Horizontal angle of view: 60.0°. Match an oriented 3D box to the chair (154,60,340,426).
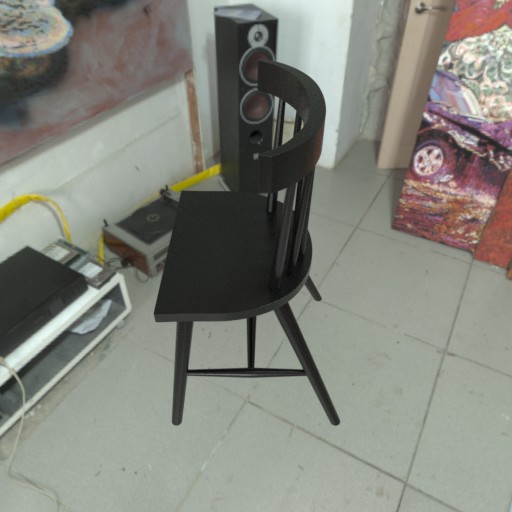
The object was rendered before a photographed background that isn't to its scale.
[{"bbox_3d":[0.000,0.000,1.167,0.483,0.844,0.506,0,42,0],"label":"chair"}]
